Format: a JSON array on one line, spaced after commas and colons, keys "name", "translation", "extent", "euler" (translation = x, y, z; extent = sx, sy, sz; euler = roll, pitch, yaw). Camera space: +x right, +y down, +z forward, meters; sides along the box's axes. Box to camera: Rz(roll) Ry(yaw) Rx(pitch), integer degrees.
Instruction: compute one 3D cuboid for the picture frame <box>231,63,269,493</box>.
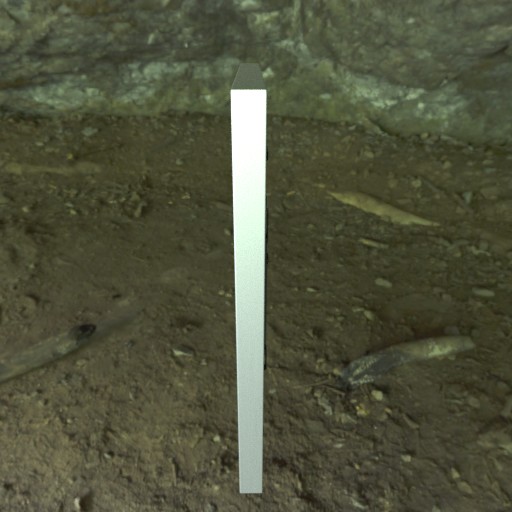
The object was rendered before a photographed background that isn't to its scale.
[{"name": "picture frame", "translation": [0.000, 0.000, 0.503], "extent": [0.036, 0.386, 0.307], "euler": [0, 26, -1]}]
